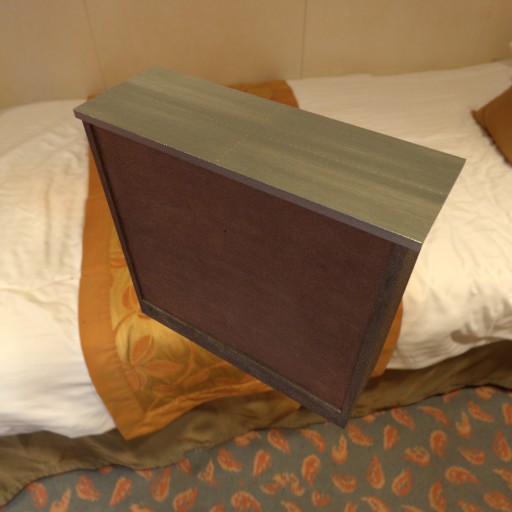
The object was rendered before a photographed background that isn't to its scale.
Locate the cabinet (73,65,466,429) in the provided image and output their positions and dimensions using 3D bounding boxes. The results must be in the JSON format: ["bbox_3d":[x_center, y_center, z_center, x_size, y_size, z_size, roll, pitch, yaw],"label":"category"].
[{"bbox_3d":[0.000,0.000,1.460,0.968,0.919,0.338,25,51,22],"label":"cabinet"}]
